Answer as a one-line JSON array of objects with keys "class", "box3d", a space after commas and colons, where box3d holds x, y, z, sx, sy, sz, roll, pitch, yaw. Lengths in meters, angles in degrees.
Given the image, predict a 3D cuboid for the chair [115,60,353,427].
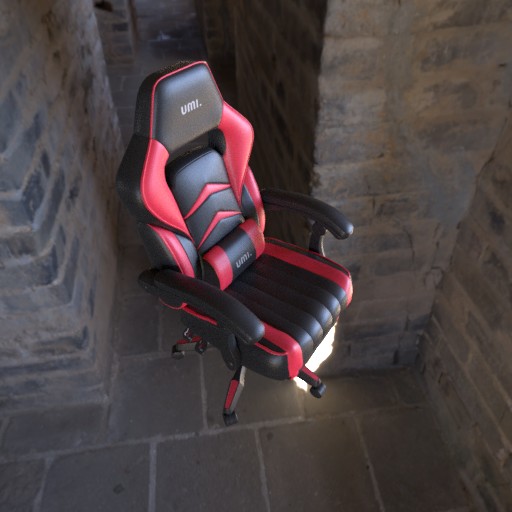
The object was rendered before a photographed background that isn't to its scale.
[{"class": "chair", "box3d": [0.000, 0.000, 1.608, 0.700, 1.220, 0.700, 25, 48, 25]}]
